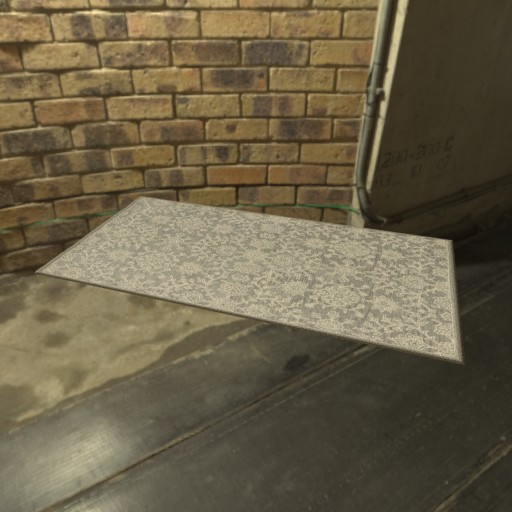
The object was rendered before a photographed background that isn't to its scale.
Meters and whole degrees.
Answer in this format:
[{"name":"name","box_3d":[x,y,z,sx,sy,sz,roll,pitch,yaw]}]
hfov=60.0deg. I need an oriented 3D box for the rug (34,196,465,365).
[{"name":"rug","box_3d":[0.000,0.000,3.589,3.048,0.011,1.546,10,32,16]}]
